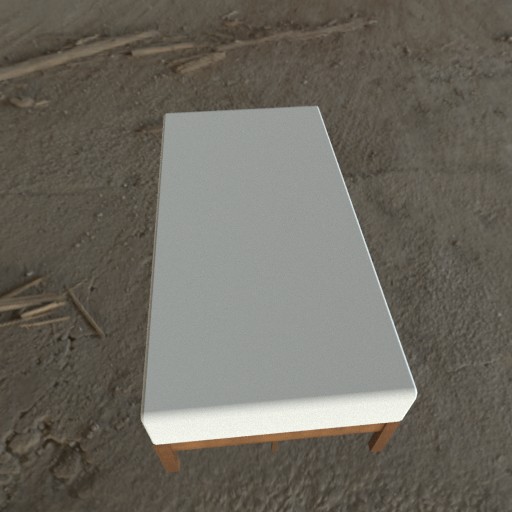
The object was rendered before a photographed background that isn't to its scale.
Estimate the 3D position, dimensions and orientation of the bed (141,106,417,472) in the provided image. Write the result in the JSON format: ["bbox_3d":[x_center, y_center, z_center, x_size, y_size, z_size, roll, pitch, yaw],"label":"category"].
[{"bbox_3d":[0.000,0.000,2.346,0.961,0.616,1.902,-4,49,-4],"label":"bed"}]
